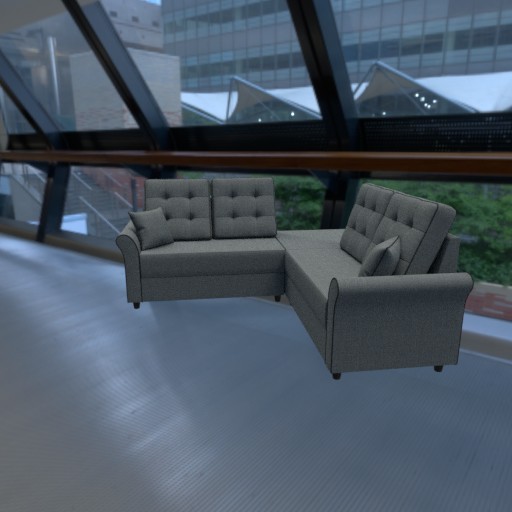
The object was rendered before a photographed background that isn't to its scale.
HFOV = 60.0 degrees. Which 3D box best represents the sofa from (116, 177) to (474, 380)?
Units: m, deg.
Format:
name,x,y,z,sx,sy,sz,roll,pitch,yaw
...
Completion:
name,x,y,z,sx,sy,sz,roll,pitch,yaw
sofa,0.000,0.000,3.242,2.068,0.988,2.070,-2,15,-8
